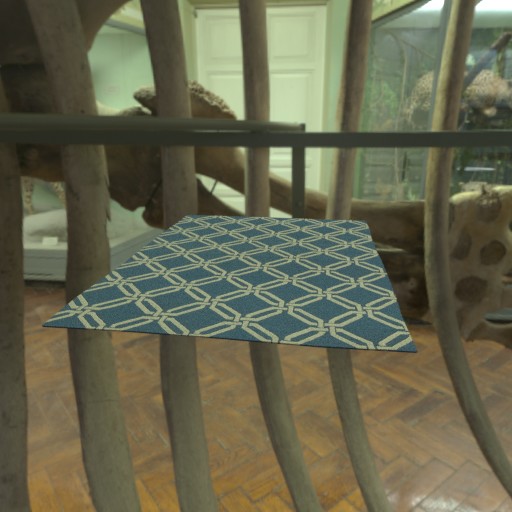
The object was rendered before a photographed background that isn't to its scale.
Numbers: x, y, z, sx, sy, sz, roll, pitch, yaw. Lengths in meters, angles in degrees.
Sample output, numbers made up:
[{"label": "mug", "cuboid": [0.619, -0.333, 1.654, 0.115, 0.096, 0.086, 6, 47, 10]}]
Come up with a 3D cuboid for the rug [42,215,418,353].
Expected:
[{"label": "rug", "cuboid": [0.000, 0.000, 2.738, 1.524, 0.013, 2.135, 2, 18, 8]}]
